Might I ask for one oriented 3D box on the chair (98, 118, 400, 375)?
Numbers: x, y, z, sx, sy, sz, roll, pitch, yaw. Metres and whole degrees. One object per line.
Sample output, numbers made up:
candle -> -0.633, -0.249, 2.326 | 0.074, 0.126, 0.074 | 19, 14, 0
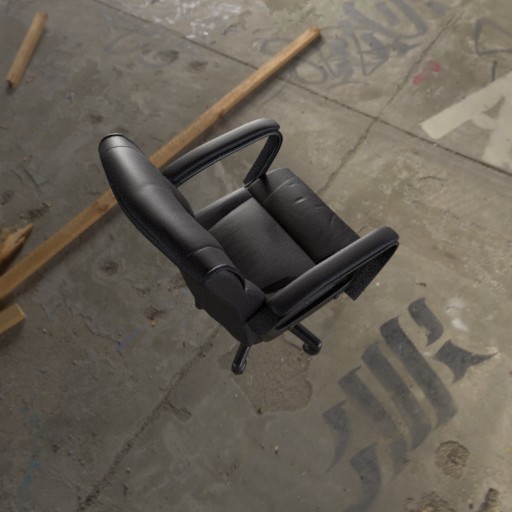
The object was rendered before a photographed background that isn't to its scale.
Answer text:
chair -> 0.000, 0.000, 1.377 | 0.641, 0.998, 0.576 | -32, 64, -18
